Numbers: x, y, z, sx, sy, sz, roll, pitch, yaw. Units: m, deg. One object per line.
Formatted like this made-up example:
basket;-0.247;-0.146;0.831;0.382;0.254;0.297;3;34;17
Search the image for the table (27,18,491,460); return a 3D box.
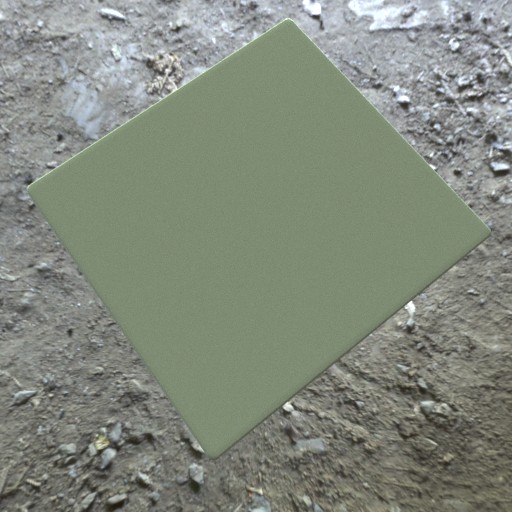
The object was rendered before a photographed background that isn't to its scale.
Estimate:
table;0.000;0.000;0.954;0.533;0.563;0.500;-37;78;-9
